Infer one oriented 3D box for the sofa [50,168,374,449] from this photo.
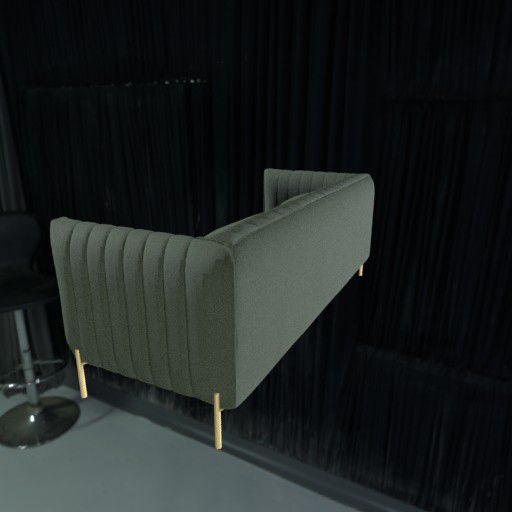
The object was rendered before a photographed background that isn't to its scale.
[{"bbox_3d":[0.000,0.000,2.577,0.896,0.793,2.137,9,19,26],"label":"sofa"}]
